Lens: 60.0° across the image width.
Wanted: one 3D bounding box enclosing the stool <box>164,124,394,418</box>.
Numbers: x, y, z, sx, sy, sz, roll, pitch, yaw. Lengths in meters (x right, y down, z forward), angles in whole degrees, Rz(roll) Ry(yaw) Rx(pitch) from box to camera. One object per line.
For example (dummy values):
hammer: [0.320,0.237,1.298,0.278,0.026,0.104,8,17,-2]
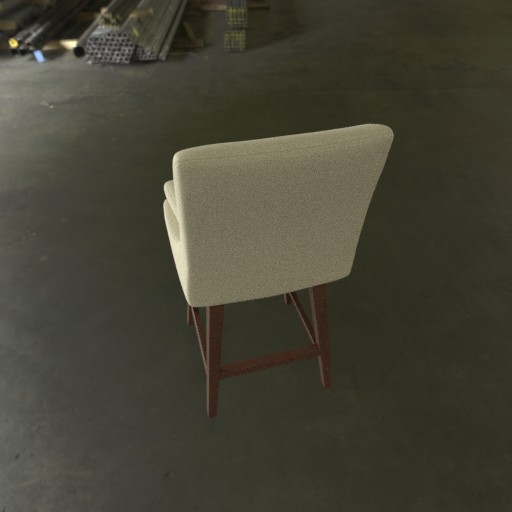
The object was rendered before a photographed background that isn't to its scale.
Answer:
stool: [0.000,0.000,1.329,0.483,0.991,0.559,-10,42,-12]
